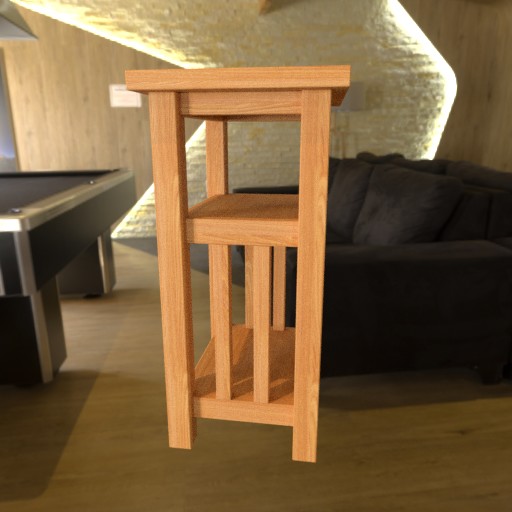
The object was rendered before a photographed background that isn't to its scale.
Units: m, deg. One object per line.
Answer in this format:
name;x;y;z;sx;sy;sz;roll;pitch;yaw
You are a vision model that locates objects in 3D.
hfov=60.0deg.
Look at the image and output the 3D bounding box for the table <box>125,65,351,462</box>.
table;0.000;0.000;0.757;0.270;0.550;0.350;2;15;8
